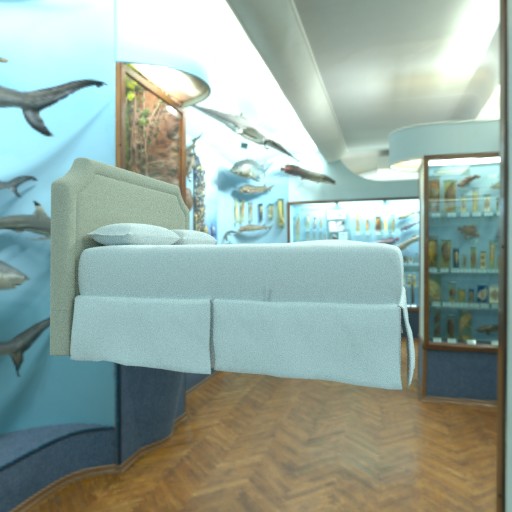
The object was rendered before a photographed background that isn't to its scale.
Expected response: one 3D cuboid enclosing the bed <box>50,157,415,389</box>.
[{"bbox_3d":[0.000,0.000,3.169,2.116,1.290,1.693,0,0,18],"label":"bed"}]
